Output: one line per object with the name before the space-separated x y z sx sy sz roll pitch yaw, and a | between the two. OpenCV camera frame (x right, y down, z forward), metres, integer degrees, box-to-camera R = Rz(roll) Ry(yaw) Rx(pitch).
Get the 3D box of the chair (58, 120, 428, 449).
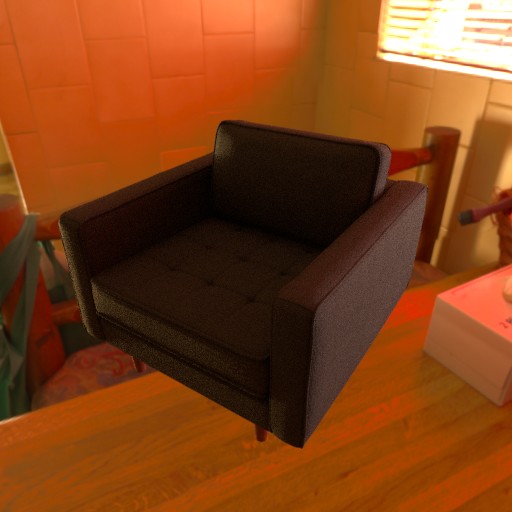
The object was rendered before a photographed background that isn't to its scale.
chair | 0.000 0.000 1.552 0.899 0.770 0.919 19 35 28
